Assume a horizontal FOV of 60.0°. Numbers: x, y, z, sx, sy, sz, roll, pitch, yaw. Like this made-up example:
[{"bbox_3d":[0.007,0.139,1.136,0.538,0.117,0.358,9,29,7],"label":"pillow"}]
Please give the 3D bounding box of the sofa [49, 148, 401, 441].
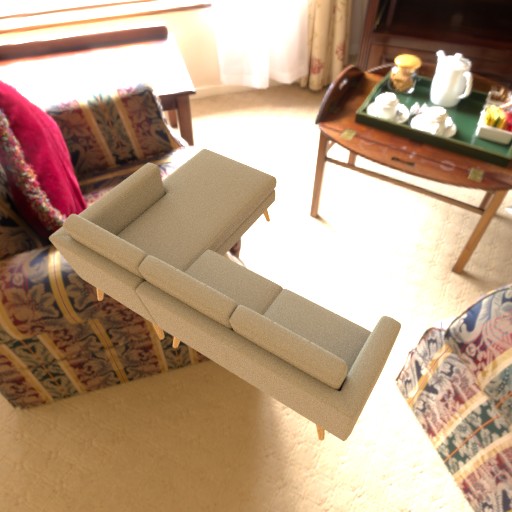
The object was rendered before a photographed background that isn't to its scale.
[{"bbox_3d":[0.000,0.000,2.933,2.040,0.860,1.530,26,54,21],"label":"sofa"}]
